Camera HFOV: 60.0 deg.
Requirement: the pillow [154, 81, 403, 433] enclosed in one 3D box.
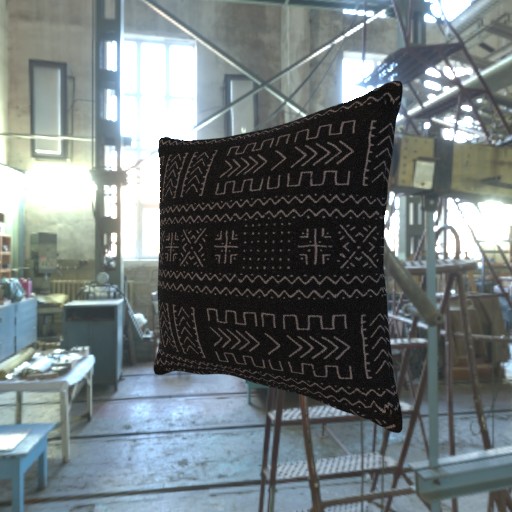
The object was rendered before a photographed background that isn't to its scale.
[{"bbox_3d":[0.000,0.000,0.664,0.438,0.430,0.164,0,0,36],"label":"pillow"}]
